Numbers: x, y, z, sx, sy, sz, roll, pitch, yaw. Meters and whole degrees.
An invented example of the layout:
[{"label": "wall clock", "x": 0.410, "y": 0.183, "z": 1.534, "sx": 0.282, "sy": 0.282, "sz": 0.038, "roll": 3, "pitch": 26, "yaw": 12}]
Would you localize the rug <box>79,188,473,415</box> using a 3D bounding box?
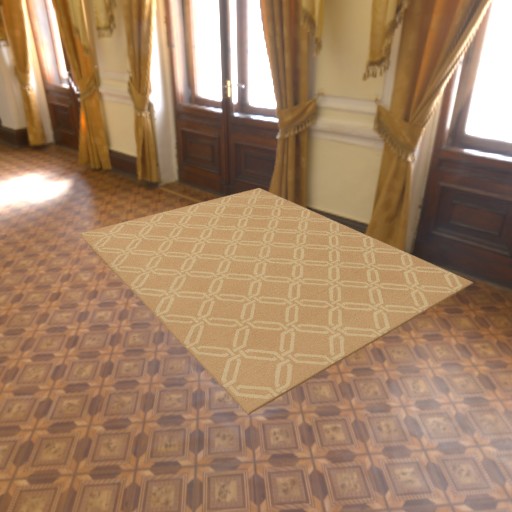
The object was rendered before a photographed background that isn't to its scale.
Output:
[{"label": "rug", "x": 0.000, "y": 0.000, "z": 4.048, "sx": 2.288, "sy": 0.018, "sz": 2.895, "roll": -19, "pitch": 34, "yaw": -32}]
